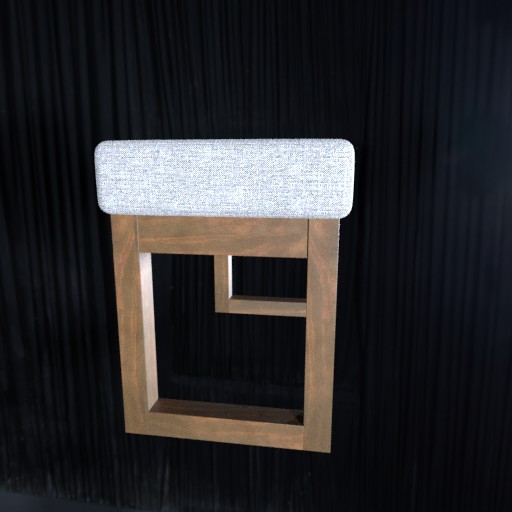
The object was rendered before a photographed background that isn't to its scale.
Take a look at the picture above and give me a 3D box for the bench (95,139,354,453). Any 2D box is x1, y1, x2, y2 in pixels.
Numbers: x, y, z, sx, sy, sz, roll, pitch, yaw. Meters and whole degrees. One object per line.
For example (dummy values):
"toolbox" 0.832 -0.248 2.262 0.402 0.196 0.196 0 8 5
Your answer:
"bench" 0.000 0.000 0.963 0.366 0.467 0.681 2 12 9
